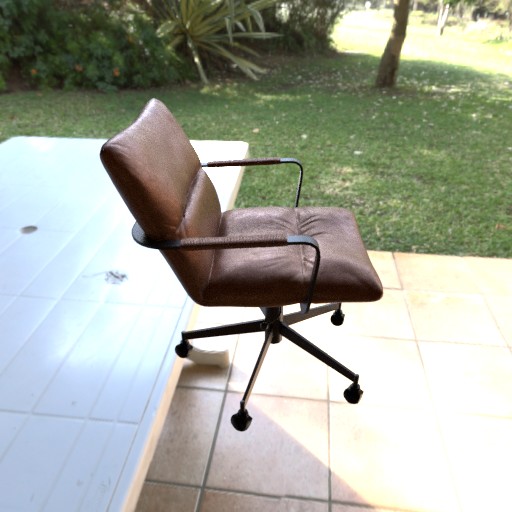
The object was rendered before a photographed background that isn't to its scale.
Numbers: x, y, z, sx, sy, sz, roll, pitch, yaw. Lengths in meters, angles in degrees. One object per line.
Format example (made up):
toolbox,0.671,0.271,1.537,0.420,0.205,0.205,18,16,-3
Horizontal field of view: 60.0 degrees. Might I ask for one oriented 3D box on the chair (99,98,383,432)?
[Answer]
chair,0.000,0.000,1.496,0.754,0.922,0.727,1,31,1
